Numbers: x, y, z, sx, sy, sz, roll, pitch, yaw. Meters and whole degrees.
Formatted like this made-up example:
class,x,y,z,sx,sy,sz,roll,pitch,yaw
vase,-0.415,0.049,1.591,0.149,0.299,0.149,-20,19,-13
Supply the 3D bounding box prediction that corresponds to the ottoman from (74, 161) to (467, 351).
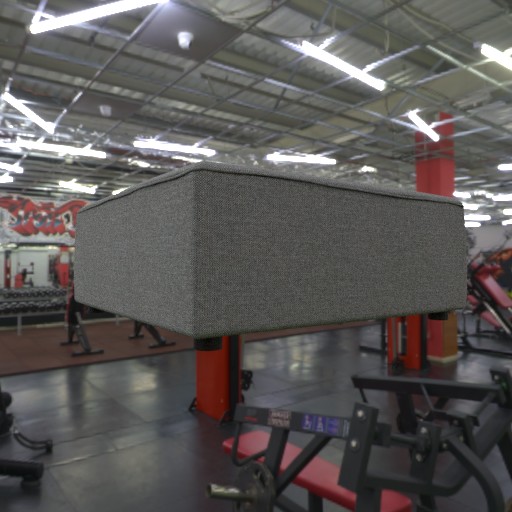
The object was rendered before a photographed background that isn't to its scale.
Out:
class,x,y,z,sx,sy,sz,roll,pitch,yaw
ottoman,0.000,0.000,1.575,1.023,0.423,1.017,1,-1,-35
